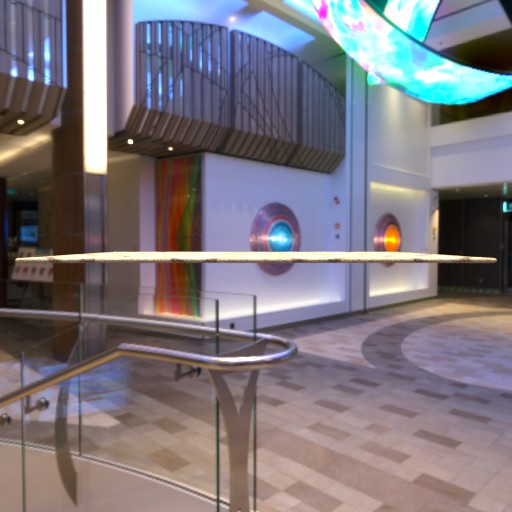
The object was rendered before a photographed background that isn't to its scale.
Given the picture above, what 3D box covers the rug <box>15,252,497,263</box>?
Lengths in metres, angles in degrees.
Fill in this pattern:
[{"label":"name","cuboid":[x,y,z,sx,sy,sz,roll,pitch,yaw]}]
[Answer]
[{"label":"rug","cuboid":[0.000,0.000,3.368,2.701,0.026,1.801,0,2,0]}]
